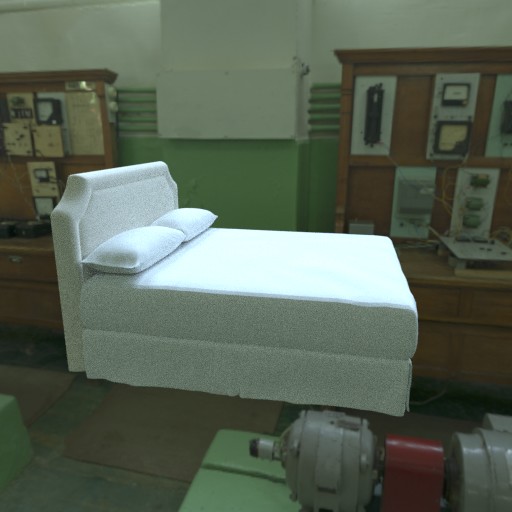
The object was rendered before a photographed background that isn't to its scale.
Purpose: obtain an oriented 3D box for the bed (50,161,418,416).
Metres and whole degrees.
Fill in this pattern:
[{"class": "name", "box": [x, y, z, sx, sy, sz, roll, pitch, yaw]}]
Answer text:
[{"class": "bed", "box": [0.000, 0.000, 3.942, 2.548, 1.524, 2.134, 3, 16, 12]}]
